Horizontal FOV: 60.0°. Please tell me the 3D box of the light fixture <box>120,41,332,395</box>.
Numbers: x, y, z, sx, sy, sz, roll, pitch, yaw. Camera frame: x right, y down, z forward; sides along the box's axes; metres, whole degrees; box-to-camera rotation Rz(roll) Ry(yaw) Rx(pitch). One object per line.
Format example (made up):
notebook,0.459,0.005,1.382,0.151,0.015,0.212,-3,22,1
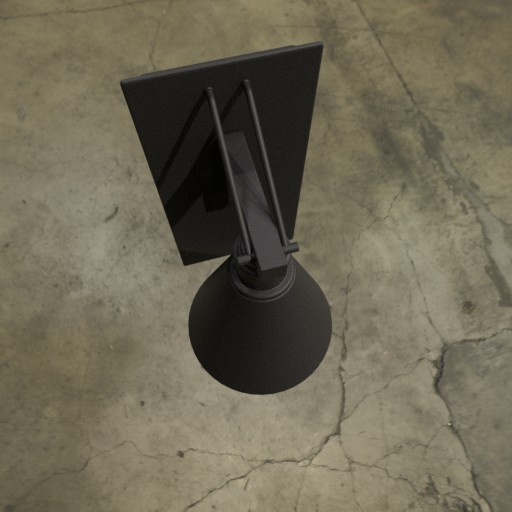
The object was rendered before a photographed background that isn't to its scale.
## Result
light fixture,0.000,0.000,0.409,0.170,0.298,0.207,-14,65,-7
